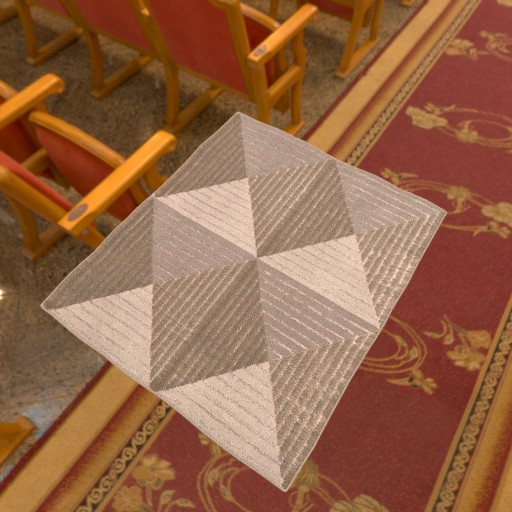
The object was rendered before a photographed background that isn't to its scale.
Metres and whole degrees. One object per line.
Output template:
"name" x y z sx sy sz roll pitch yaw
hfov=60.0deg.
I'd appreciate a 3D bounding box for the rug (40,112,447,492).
"rug" 0.000 0.000 0.880 0.551 0.008 0.642 31 64 17
